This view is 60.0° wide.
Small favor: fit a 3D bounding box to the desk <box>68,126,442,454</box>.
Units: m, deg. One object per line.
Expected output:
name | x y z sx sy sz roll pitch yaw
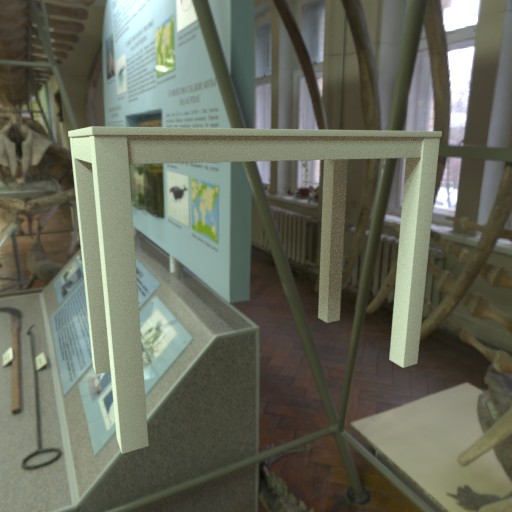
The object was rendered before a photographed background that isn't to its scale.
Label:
desk | 0.000 0.000 1.408 0.990 0.762 0.497 -7 16 -26
